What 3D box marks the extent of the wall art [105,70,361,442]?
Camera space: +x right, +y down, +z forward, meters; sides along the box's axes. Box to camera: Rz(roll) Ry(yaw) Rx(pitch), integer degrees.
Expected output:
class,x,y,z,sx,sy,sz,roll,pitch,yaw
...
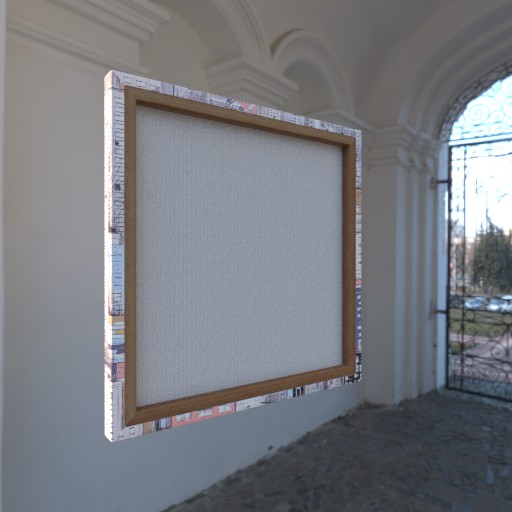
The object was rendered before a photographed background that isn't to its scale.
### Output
class,x,y,z,sx,sy,sz,roll,pitch,yaw
wall art,0.000,0.000,1.143,0.761,0.762,0.048,0,0,-36
